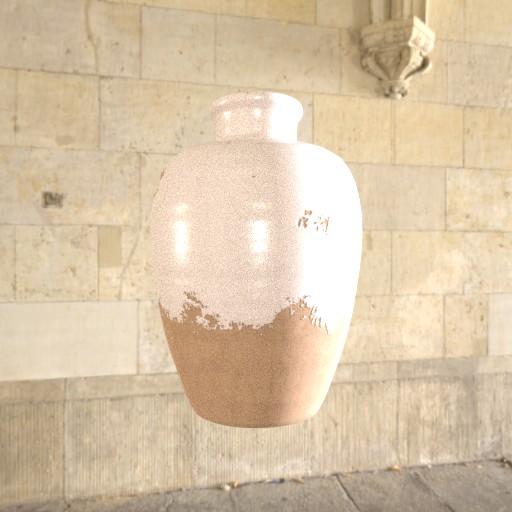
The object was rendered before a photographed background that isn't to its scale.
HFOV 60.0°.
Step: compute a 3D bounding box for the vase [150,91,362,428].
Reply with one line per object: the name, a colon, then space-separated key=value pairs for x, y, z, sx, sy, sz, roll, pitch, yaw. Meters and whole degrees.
vase: x=0.000 y=0.000 z=0.340 sx=0.158 sy=0.228 sz=0.158 roll=0 pitch=0 yaw=0
